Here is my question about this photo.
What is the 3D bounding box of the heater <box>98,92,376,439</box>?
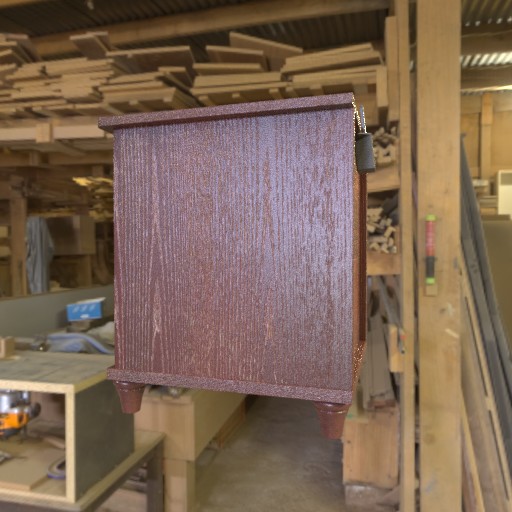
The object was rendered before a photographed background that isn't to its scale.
[{"bbox_3d":[0.000,0.000,0.772,0.400,0.481,0.362,0,1,17],"label":"heater"}]
